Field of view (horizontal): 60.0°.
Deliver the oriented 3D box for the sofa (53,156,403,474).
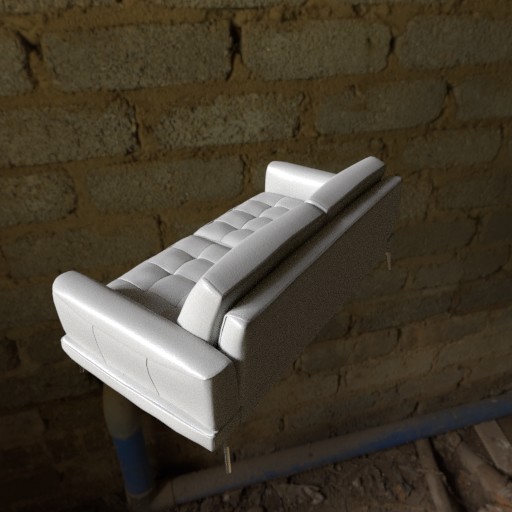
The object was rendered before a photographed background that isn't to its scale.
[{"bbox_3d":[0.000,0.000,2.732,1.121,0.930,2.177,21,38,29],"label":"sofa"}]
